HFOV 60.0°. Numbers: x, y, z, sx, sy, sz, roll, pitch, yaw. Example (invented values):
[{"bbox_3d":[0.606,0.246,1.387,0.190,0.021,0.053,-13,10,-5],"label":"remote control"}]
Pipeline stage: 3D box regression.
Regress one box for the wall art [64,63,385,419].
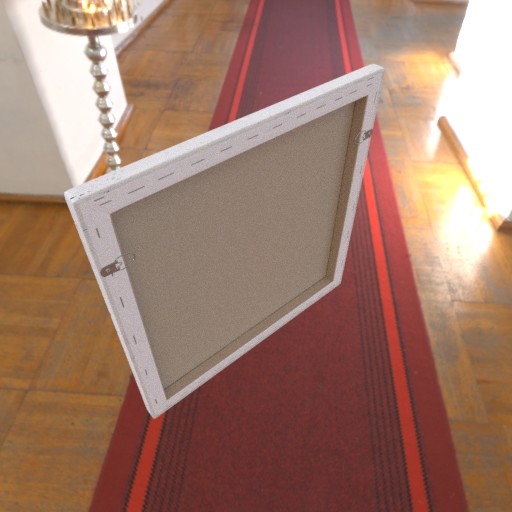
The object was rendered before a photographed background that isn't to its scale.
[{"bbox_3d":[0.000,0.000,1.127,0.762,0.762,0.038,-31,53,-27],"label":"wall art"}]
